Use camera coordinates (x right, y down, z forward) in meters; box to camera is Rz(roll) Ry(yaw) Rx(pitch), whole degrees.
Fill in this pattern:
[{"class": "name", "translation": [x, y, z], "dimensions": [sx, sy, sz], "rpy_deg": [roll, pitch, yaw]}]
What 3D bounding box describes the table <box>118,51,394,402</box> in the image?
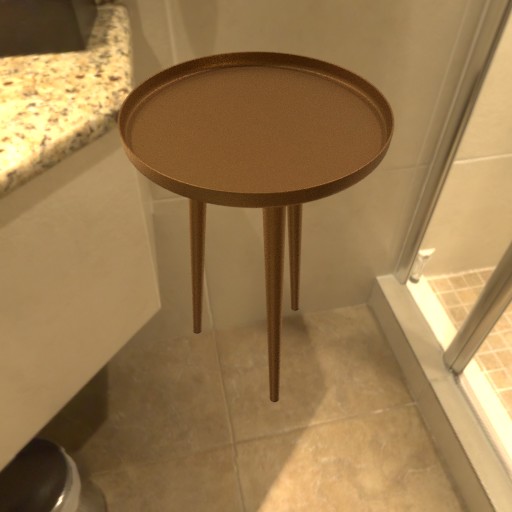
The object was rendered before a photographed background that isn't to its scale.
[{"class": "table", "translation": [0.000, 0.000, 0.664], "dimensions": [0.299, 0.480, 0.299], "rpy_deg": [32, 55, 27]}]
